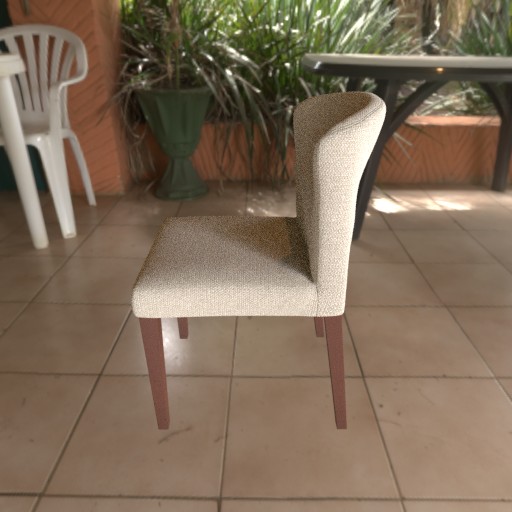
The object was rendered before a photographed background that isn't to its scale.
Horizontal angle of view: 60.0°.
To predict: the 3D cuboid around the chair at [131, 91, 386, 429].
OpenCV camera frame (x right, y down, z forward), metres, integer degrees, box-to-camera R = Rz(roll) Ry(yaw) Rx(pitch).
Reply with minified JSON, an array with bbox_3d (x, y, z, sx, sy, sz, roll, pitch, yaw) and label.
[{"bbox_3d":[0.000,0.000,1.218,0.589,0.839,0.491,0,26,-1],"label":"chair"}]
